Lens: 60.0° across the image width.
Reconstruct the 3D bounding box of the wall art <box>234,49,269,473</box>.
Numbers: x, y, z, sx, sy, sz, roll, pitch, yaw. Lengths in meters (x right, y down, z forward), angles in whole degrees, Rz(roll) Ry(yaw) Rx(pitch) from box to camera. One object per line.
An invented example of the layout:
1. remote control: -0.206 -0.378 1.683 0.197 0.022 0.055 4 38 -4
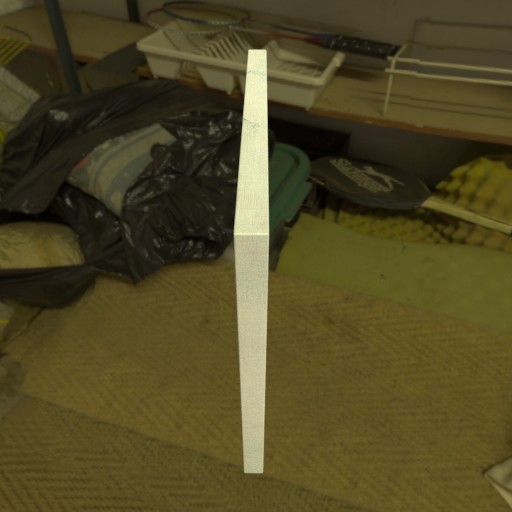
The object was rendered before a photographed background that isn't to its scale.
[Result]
1. wall art: 0.000 0.000 0.903 0.040 0.612 0.612 0 42 1
